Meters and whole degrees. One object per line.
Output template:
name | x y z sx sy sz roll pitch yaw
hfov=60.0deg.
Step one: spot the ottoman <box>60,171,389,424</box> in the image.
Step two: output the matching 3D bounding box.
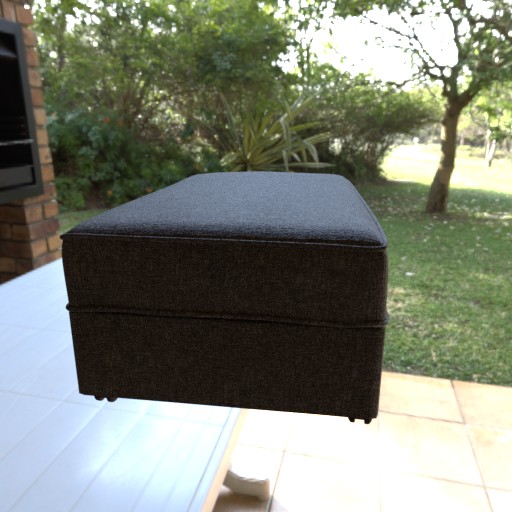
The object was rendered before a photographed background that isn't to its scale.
ottoman | 0.000 0.000 1.491 0.717 0.487 1.184 2 16 8
